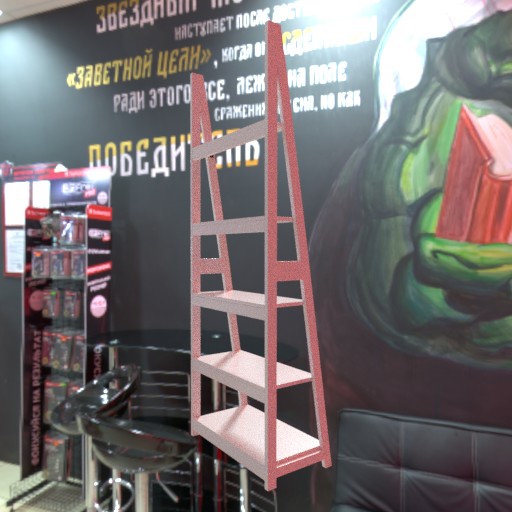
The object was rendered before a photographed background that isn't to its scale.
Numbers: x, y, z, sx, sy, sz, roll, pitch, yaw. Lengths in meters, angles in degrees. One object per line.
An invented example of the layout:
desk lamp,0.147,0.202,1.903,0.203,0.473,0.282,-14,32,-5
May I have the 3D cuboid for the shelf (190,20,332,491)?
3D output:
shelf,0.000,0.000,2.028,0.341,1.779,0.636,-1,1,-36
